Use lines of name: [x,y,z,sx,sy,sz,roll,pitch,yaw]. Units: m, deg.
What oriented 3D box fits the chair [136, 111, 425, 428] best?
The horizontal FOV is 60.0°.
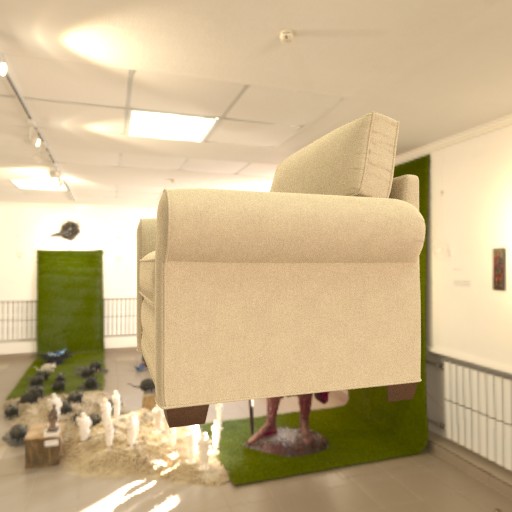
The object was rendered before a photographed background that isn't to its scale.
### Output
chair: [0.000,0.000,1.745,0.863,0.955,1.040,0,-1,-19]
